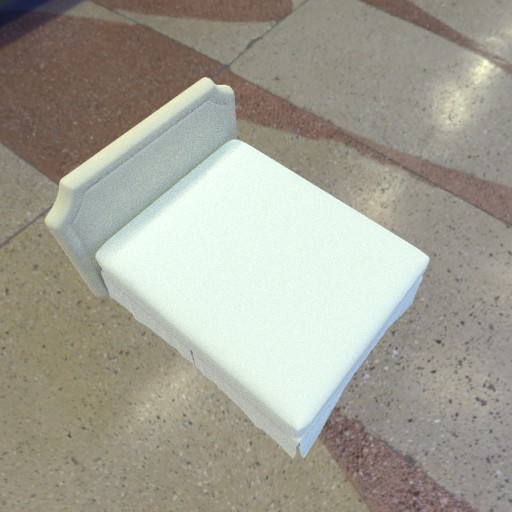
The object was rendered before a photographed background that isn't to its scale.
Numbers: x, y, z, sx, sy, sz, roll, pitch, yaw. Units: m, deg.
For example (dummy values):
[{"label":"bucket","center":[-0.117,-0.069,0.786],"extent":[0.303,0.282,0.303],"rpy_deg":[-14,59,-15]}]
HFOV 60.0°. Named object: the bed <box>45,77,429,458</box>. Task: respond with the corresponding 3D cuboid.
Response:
[{"label":"bed","center":[0.000,0.000,3.303],"extent":[2.209,1.296,1.827],"rpy_deg":[36,65,20]}]
